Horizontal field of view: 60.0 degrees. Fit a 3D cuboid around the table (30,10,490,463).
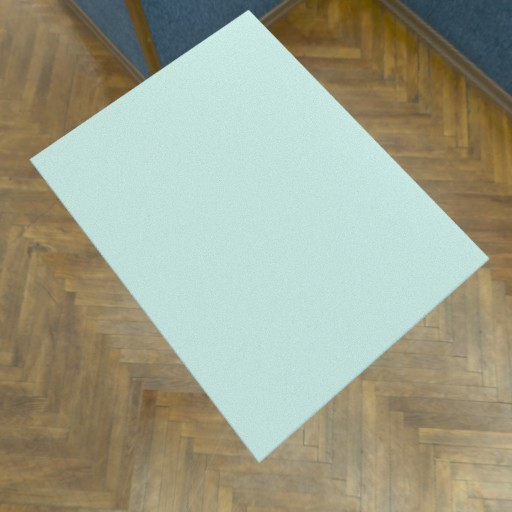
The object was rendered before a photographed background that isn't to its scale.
[{"bbox_3d":[0.000,0.000,0.982,0.451,0.646,0.564,-38,79,-9],"label":"table"}]
